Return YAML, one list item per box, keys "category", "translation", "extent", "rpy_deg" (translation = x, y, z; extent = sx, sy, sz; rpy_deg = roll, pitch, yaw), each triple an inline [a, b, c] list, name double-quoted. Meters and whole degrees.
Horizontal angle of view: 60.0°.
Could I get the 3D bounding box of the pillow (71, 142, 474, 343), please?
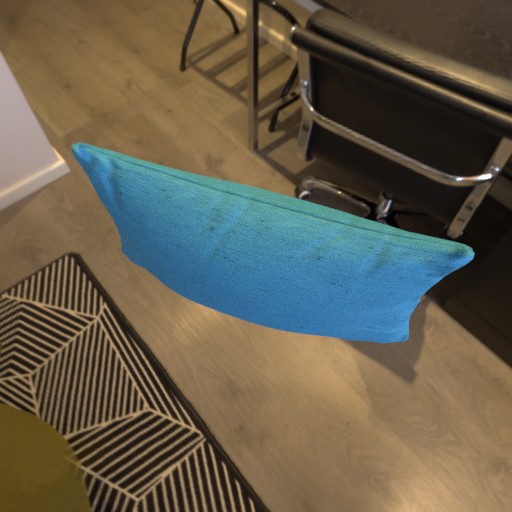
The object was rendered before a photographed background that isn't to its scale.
- category: "pillow"
  translation: [0.000, 0.000, 0.794]
  extent: [0.633, 0.338, 0.210]
  rpy_deg: [16, 61, 10]
